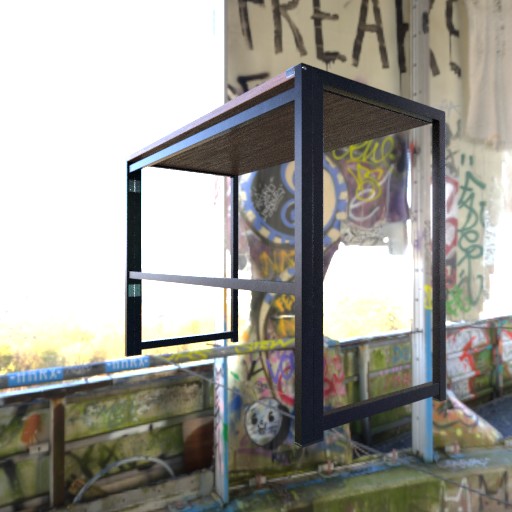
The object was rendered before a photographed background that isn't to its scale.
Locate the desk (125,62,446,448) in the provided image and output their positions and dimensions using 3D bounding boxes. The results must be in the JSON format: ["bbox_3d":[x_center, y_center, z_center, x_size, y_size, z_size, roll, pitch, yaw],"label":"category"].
[{"bbox_3d":[0.000,0.000,1.433,0.508,0.762,1.016,0,0,-36],"label":"desk"}]
